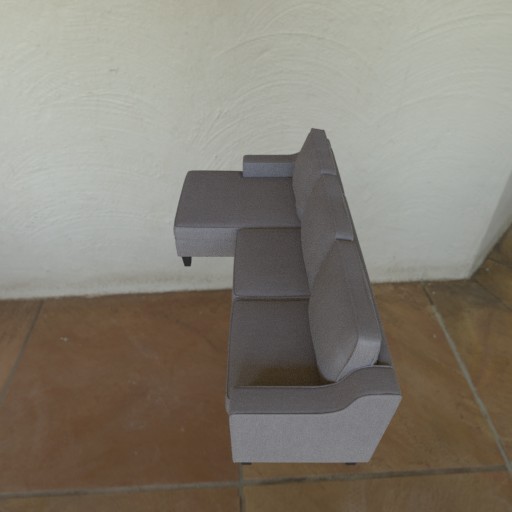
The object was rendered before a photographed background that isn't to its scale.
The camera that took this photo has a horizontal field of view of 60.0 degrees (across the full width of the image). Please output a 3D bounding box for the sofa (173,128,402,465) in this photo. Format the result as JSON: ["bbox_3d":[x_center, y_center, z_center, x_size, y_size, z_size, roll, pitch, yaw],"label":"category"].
[{"bbox_3d":[0.000,0.000,3.072,1.294,0.928,2.561,0,40,0],"label":"sofa"}]
